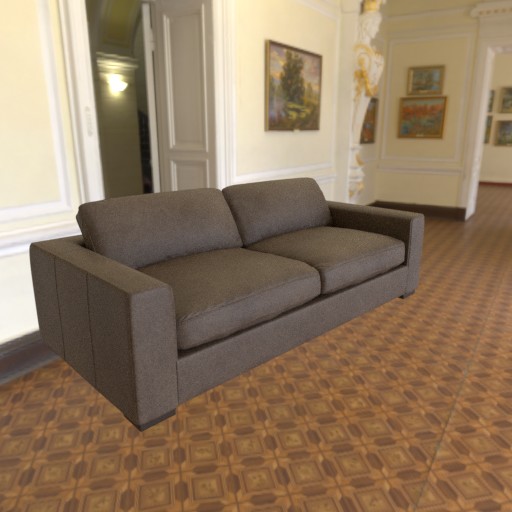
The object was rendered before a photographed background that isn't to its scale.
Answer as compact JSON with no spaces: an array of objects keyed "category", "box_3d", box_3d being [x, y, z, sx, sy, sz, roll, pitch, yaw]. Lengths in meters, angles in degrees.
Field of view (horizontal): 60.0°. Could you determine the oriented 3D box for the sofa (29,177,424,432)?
[{"category":"sofa","box_3d":[0.000,0.000,2.703,2.262,0.801,1.070,-15,21,-42]}]
